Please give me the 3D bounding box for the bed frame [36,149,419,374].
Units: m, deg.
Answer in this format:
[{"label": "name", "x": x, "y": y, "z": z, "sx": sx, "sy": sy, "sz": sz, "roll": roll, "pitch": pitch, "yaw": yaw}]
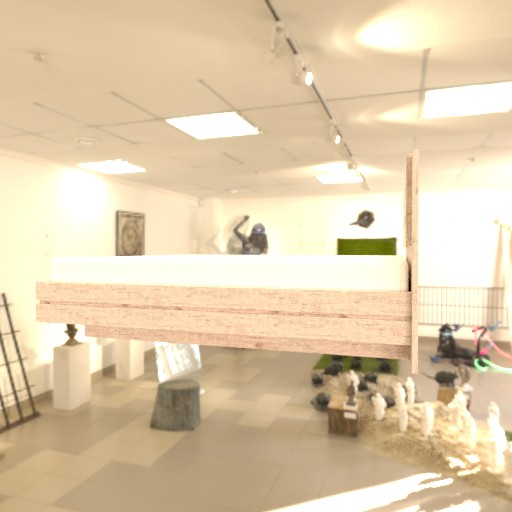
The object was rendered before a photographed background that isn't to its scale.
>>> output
[{"label": "bed frame", "x": 0.000, "y": 0.000, "z": 3.130, "sx": 2.080, "sy": 0.970, "sz": 1.950, "roll": 0, "pitch": 1, "yaw": 18}]
